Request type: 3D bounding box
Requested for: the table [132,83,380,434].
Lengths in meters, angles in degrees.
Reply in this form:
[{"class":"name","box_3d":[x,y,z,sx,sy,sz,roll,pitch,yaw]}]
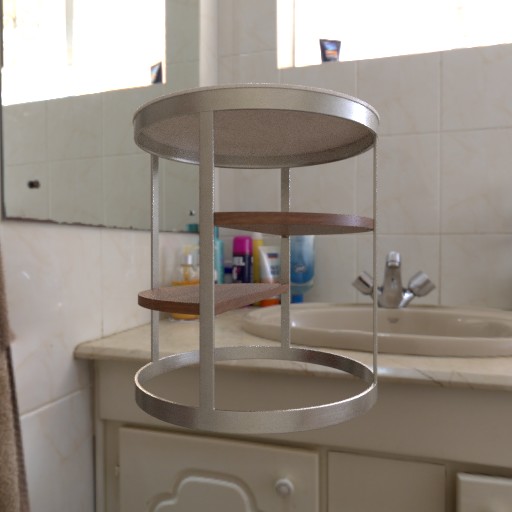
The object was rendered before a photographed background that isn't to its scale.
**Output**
[{"class":"table","box_3d":[0.000,0.000,0.759,0.407,0.447,0.407,0,0,0]}]
